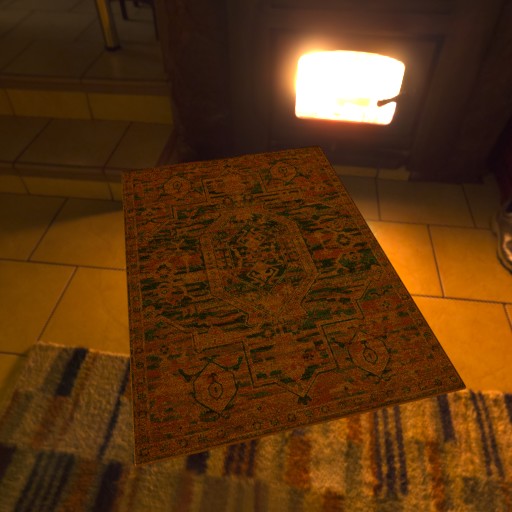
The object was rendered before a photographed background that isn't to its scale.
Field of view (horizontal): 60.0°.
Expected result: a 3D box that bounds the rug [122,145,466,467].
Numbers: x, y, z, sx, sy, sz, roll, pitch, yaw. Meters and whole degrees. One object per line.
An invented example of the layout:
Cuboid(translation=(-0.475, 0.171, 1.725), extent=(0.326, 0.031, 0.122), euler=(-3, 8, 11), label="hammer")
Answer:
Cuboid(translation=(0.000, 0.000, 2.768), extent=(1.588, 0.024, 2.204), euler=(-10, 47, -9), label="rug")
